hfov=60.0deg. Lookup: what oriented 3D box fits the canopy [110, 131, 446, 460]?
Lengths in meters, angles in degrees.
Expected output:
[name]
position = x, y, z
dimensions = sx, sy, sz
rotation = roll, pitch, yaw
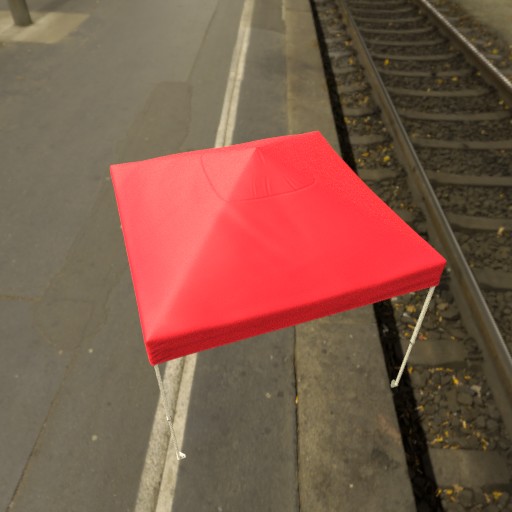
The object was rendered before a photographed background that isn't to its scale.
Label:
[canopy]
position = 0.000, 0.000, 5.560
dimensions = 2.996, 2.997, 2.998
rotation = -13, 44, -14
